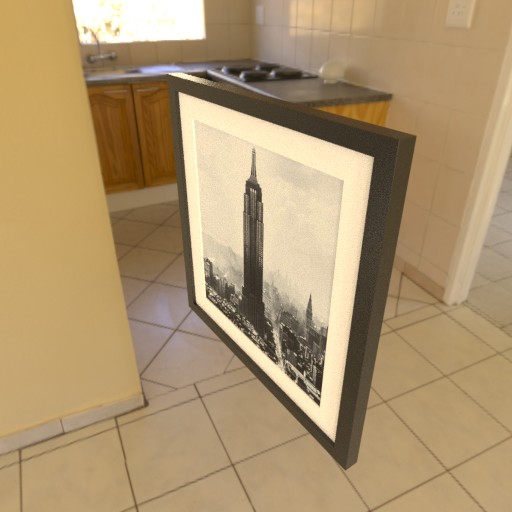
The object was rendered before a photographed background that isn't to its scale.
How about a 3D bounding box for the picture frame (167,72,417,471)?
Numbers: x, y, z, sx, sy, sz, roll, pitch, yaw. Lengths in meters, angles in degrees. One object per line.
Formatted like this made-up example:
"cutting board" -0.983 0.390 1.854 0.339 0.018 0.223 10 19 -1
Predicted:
"picture frame" 0.000 0.000 0.806 0.029 0.557 0.559 -20 36 -30
